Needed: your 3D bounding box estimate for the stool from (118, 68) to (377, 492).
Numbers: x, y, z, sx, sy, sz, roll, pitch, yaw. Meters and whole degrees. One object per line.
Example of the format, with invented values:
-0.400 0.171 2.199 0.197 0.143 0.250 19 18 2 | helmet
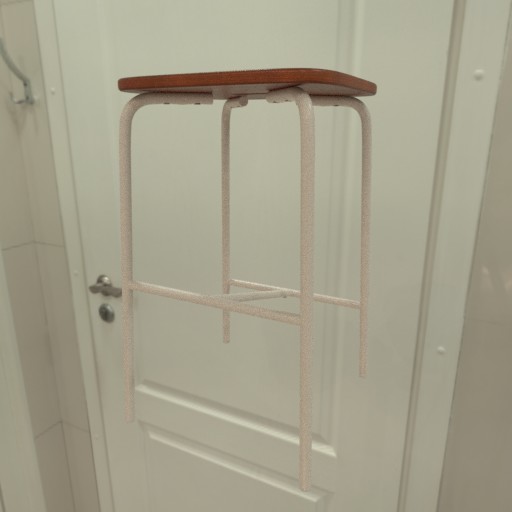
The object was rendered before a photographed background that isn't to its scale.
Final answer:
0.000 0.000 0.835 0.376 0.610 0.376 8 19 26 | stool
